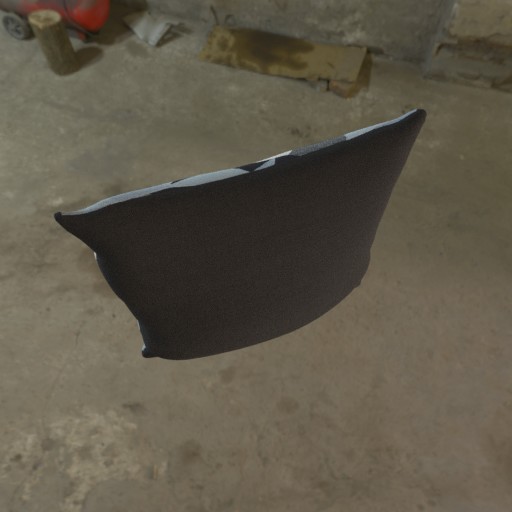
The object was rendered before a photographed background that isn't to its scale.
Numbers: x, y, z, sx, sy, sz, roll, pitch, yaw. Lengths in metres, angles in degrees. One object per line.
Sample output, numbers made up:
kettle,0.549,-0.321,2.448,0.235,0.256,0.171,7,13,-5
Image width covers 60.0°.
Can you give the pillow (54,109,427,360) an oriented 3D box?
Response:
pillow,0.000,0.000,0.758,0.503,0.496,0.208,-18,60,-11
